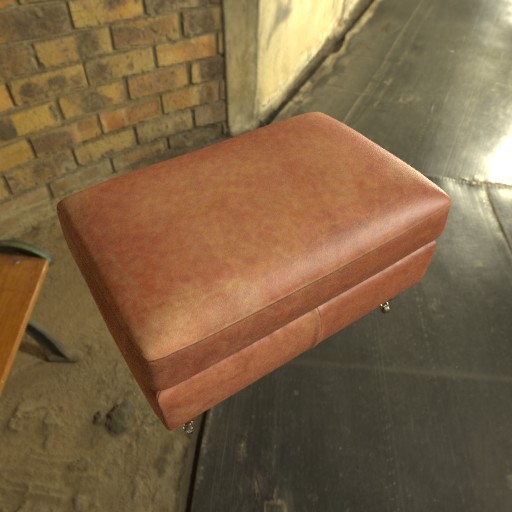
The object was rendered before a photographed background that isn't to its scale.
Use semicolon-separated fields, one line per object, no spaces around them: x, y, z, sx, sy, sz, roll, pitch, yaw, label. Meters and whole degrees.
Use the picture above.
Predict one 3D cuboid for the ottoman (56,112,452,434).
0.000;0.000;1.212;0.852;0.507;0.565;-25;51;-23;ottoman
